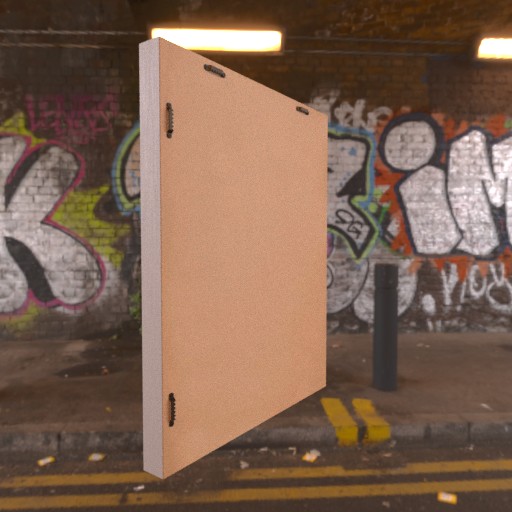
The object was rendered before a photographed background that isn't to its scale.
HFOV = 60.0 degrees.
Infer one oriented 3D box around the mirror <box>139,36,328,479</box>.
[{"bbox_3d":[0.000,0.000,0.678,0.041,0.508,0.405,2,3,36],"label":"mirror"}]
